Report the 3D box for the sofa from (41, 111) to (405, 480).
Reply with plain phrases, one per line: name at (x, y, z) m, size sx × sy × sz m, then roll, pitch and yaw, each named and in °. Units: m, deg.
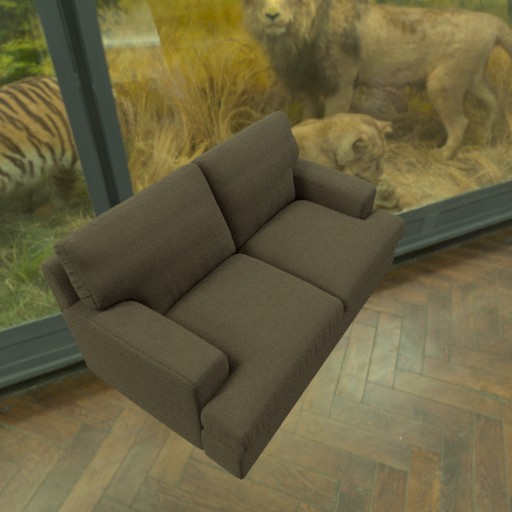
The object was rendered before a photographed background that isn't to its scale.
sofa at (0.000, 0.000, 2.493) m, size 1.140 × 0.950 × 1.869 m, roll 24°, pitch 46°, yaw 26°
